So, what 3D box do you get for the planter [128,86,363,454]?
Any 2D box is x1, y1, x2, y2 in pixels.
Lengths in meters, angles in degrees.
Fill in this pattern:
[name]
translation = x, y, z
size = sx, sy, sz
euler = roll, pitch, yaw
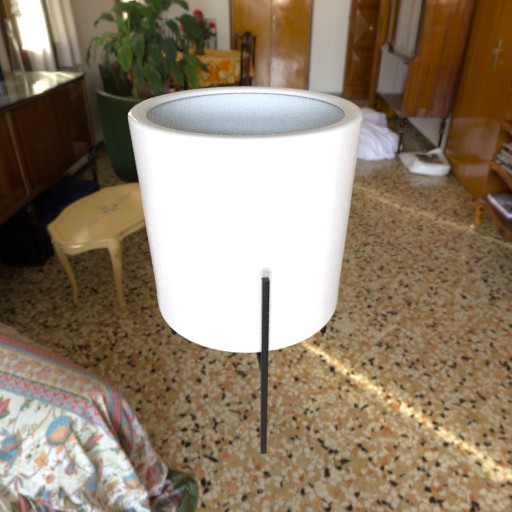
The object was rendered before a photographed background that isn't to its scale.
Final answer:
[planter]
translation = 0.000, 0.000, 0.654
size = 0.308, 0.431, 0.307
euler = -18, 35, -28
